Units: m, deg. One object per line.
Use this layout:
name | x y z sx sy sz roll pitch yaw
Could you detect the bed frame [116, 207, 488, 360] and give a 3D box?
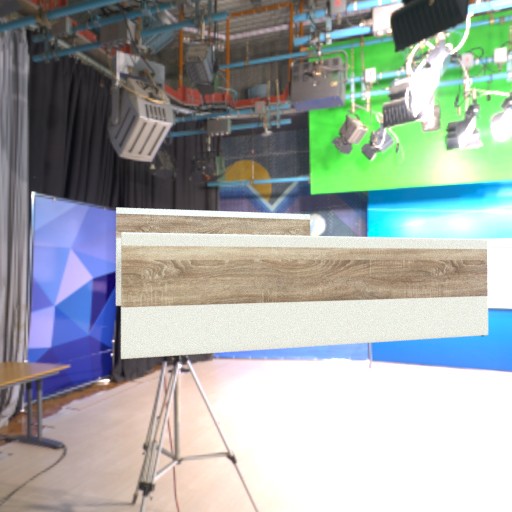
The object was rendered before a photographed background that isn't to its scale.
bed frame | 0.000 0.000 2.885 1.720 0.800 2.060 0 -1 -18
